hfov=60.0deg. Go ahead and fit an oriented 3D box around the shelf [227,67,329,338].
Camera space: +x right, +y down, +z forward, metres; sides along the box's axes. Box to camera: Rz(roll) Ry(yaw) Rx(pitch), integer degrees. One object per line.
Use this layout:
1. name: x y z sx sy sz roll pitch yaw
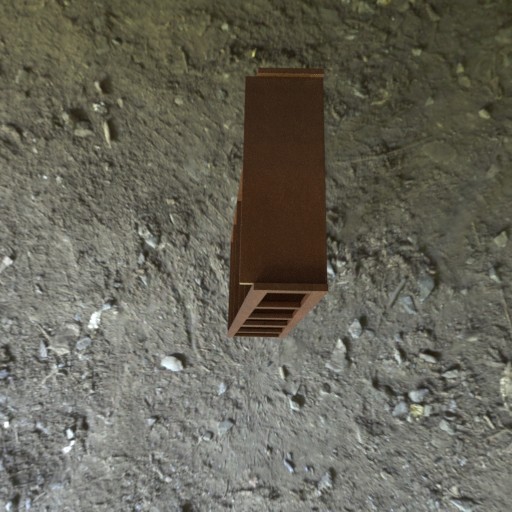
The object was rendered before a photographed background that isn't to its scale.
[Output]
1. shelf: 0.000 0.000 2.125 0.382 1.892 0.660 1 76 0
